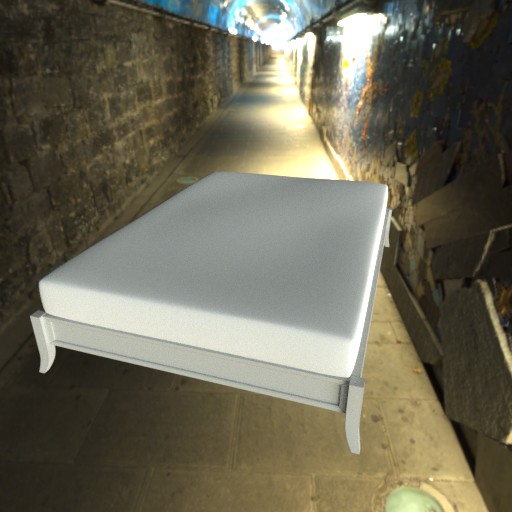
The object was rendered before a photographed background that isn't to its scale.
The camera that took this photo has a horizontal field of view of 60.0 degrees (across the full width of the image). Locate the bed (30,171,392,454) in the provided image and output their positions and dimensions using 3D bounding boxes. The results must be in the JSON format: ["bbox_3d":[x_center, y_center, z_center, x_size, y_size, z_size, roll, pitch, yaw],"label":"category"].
[{"bbox_3d":[0.000,0.000,2.584,1.460,0.510,1.985,8,27,16],"label":"bed"}]
